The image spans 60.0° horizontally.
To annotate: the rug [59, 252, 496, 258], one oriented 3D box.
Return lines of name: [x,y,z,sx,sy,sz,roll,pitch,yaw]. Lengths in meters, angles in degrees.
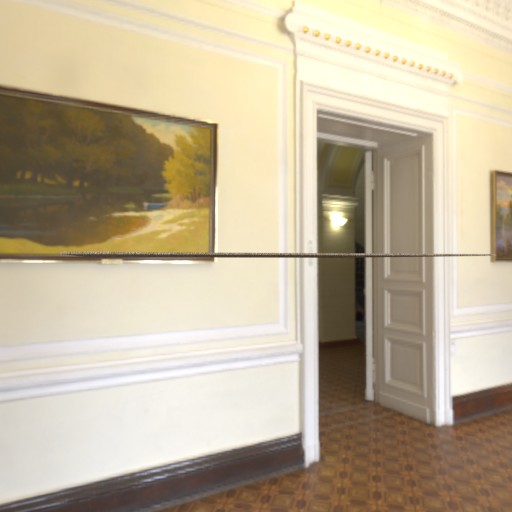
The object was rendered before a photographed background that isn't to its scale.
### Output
rug: [0.000,0.000,4.067,3.034,0.012,2.471,0,-1,-17]
